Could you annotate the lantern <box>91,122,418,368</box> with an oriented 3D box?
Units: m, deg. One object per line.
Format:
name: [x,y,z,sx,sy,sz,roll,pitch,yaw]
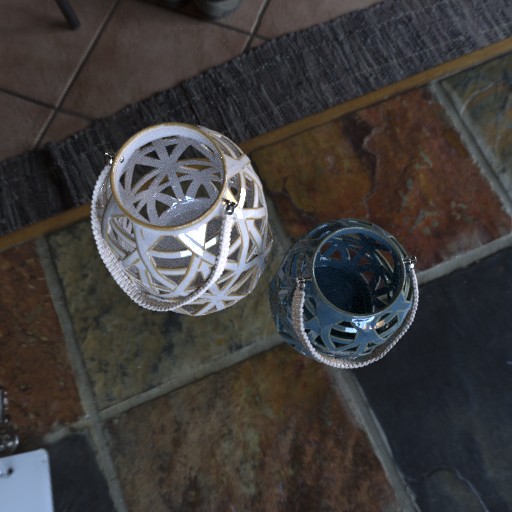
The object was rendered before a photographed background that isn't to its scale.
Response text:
lantern: [0.000,0.000,0.605,0.439,0.307,0.245,22,76,6]
